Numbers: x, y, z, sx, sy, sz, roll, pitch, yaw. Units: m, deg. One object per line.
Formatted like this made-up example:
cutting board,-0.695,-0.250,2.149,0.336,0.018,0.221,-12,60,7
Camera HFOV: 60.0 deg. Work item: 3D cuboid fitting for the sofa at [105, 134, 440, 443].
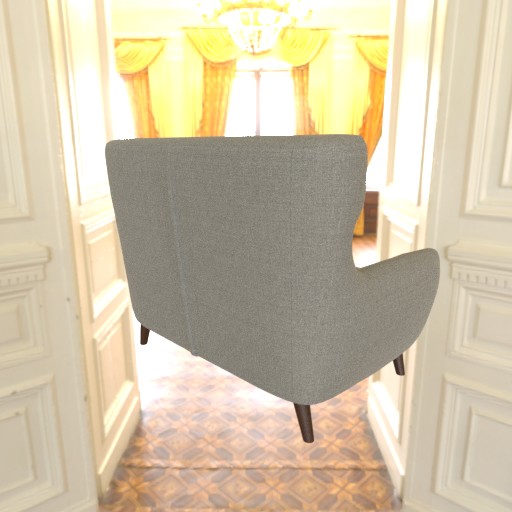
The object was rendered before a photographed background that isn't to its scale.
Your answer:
sofa,0.000,0.000,1.991,0.884,1.028,1.386,-13,19,-43
